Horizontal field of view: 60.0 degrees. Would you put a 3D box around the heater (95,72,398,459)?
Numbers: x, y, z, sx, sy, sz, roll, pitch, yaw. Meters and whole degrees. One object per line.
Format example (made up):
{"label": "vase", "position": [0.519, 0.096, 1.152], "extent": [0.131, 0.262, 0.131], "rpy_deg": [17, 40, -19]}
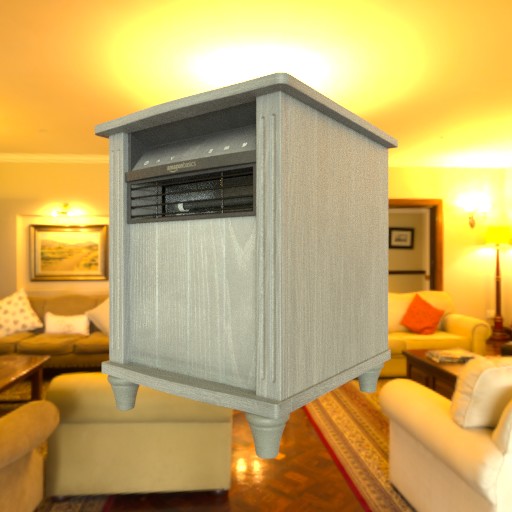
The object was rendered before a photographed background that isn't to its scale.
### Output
{"label": "heater", "position": [0.000, 0.000, 0.750], "extent": [0.362, 0.481, 0.400], "rpy_deg": [0, 0, 37]}
